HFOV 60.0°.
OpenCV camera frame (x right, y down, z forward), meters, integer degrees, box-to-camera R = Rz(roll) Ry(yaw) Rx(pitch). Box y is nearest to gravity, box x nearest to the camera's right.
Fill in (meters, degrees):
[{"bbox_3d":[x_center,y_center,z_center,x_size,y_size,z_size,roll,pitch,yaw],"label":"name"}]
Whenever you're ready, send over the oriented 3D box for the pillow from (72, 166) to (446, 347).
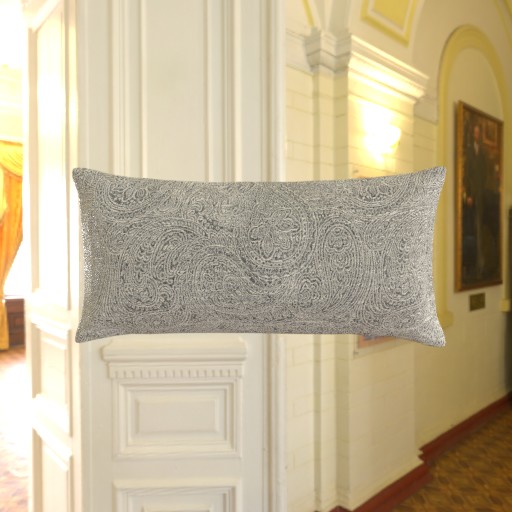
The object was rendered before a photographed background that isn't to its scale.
[{"bbox_3d":[0.000,0.000,0.733,0.615,0.295,0.151,0,1,2],"label":"pillow"}]
